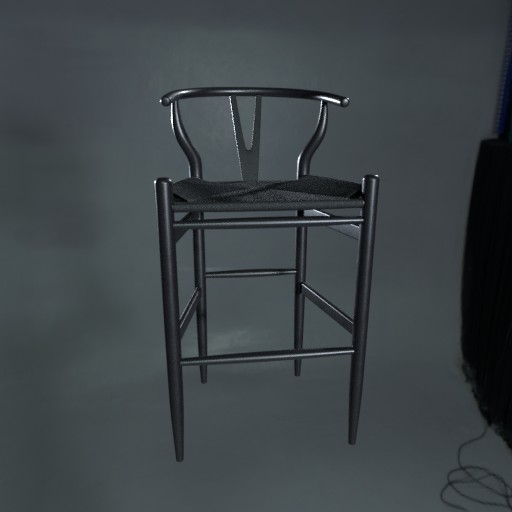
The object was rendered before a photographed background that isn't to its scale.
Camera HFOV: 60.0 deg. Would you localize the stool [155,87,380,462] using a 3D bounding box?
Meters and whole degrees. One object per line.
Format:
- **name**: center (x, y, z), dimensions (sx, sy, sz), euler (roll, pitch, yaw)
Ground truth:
- **stool**: center (0.000, 0.000, 1.442), dimensions (0.569, 1.072, 0.579), euler (-2, 17, -7)
